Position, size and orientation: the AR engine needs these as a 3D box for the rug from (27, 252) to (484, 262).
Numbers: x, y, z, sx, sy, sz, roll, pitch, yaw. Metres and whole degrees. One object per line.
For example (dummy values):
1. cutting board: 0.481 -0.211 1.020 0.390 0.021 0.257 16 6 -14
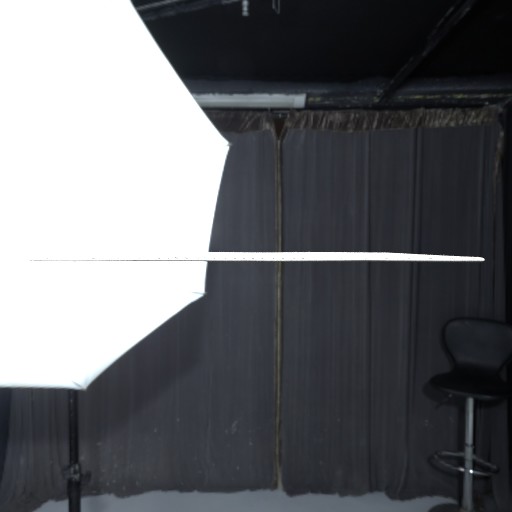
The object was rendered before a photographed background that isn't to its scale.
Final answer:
1. rug: 0.000 0.000 3.269 2.449 0.028 1.829 0 1 0
